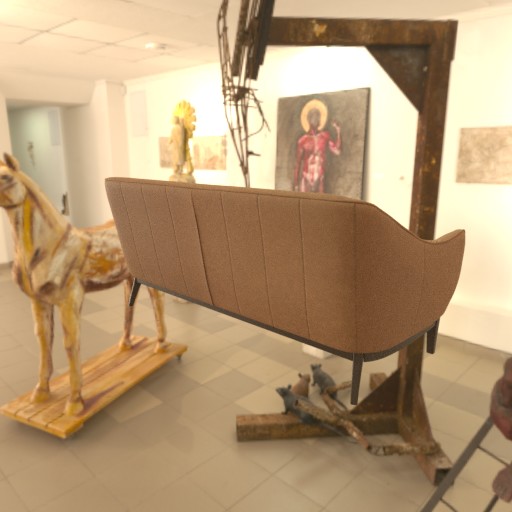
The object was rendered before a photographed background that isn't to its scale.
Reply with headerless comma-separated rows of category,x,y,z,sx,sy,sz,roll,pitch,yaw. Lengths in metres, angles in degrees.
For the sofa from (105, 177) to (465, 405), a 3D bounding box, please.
sofa,0.000,0.000,2.433,1.928,0.830,0.869,13,18,42
